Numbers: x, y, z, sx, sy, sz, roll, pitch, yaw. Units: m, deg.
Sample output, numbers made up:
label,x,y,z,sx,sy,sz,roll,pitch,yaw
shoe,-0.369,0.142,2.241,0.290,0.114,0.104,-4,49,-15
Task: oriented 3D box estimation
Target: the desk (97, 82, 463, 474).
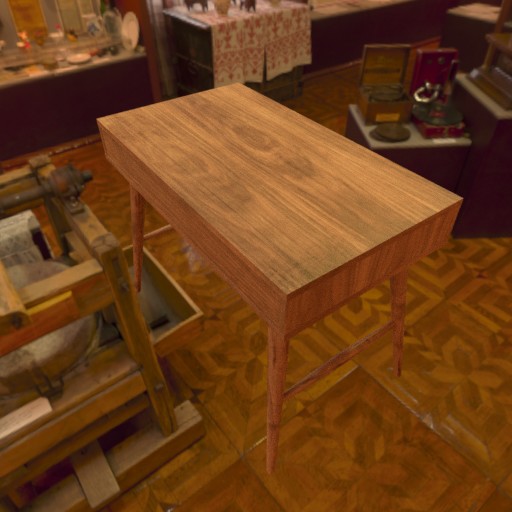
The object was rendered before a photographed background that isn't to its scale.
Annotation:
label,x,y,z,sx,sy,sz,roll,pitch,yaw
desk,0.000,0.000,1.475,0.588,0.758,0.949,-26,47,-26
